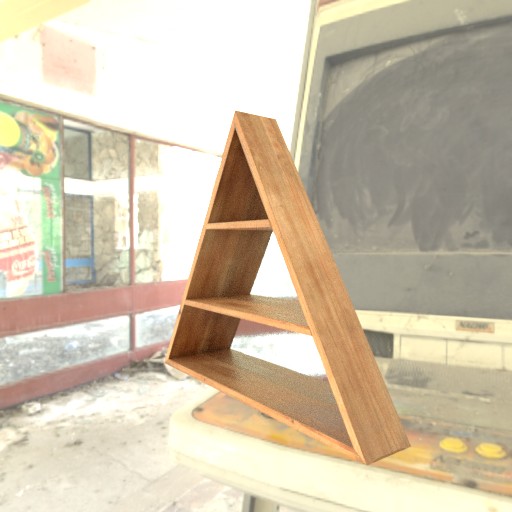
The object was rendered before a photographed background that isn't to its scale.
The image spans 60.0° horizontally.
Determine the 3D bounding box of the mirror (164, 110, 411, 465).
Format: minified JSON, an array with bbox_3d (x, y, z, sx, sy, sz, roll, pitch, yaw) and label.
[{"bbox_3d":[0.000,0.000,0.868,0.100,0.548,0.631,-1,2,-37],"label":"mirror"}]
